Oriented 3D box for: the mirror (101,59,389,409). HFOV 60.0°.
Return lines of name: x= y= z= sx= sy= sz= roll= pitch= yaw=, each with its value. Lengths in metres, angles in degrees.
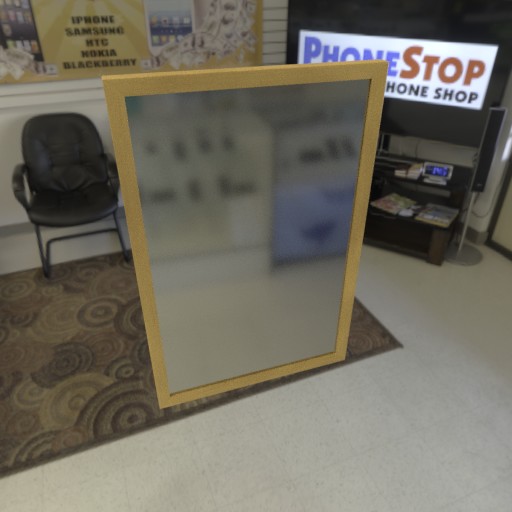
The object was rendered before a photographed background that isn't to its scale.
mirror: x=0.000 y=0.000 z=1.155 sx=0.609 sy=0.915 sz=0.040 roll=-10 pitch=34 yaw=-16
